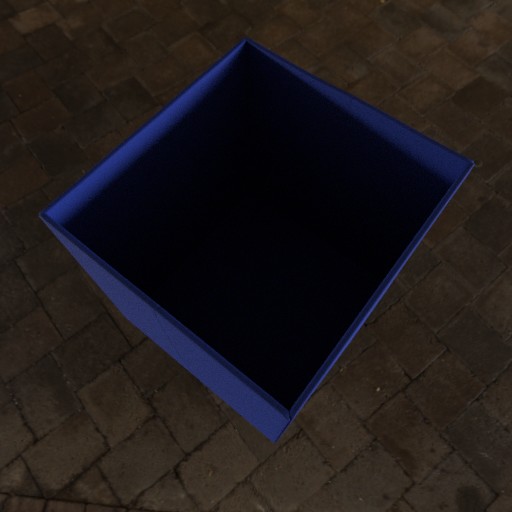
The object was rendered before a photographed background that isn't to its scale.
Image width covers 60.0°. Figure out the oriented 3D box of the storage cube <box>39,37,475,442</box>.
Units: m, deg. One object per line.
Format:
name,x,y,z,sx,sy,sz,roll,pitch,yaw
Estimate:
storage cube,0.000,0.000,0.492,0.270,0.280,0.270,35,69,16
